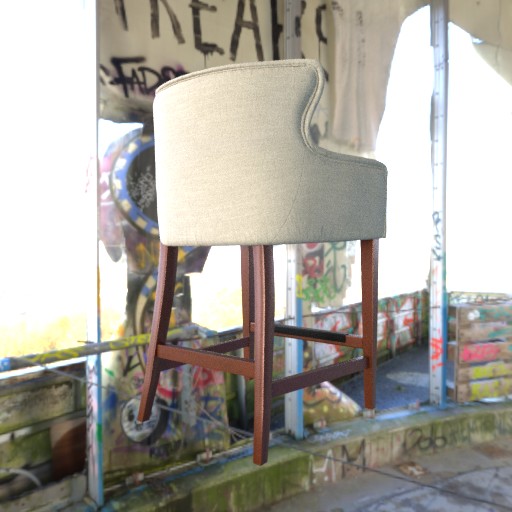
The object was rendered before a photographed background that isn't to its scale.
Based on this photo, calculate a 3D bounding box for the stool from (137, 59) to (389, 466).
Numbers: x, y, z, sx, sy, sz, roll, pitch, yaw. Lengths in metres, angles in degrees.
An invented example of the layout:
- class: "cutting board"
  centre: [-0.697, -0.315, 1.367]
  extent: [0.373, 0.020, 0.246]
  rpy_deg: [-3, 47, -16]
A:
- class: "stool"
  centre: [0.000, 0.000, 1.379]
  extent: [0.615, 0.987, 0.637]
  rpy_deg: [1, 1, 39]
